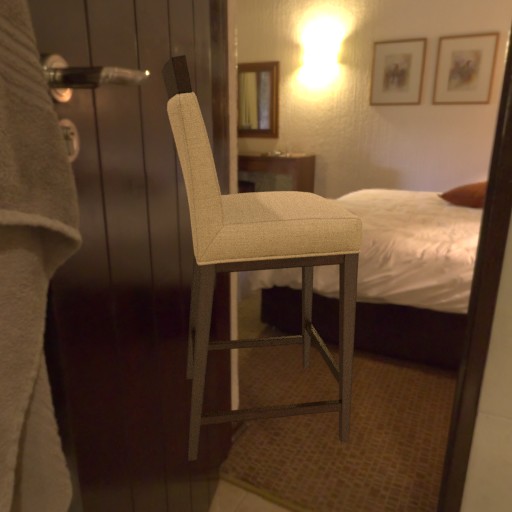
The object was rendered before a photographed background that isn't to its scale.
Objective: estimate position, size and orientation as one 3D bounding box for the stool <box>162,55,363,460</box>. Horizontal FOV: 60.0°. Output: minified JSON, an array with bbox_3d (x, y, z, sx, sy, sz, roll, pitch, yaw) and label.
[{"bbox_3d":[0.000,0.000,1.433,0.531,1.117,0.511,-3,17,-9],"label":"stool"}]
